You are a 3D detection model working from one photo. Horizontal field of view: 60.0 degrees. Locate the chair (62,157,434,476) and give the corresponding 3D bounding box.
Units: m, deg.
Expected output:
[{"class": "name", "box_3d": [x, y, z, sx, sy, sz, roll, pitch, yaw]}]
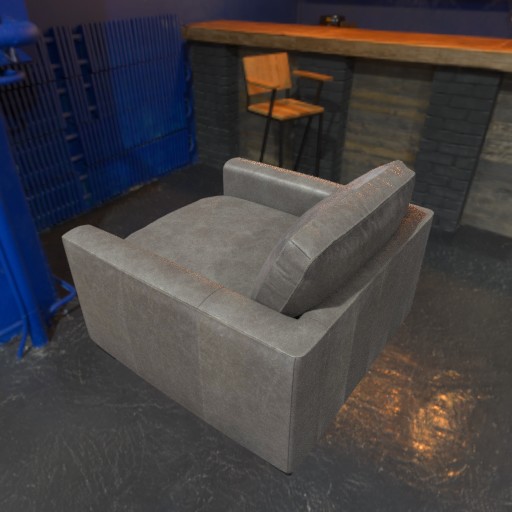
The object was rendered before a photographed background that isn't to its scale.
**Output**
[{"class": "chair", "box_3d": [0.000, 0.000, 1.836, 1.080, 0.807, 1.106, 22, 39, 31]}]
